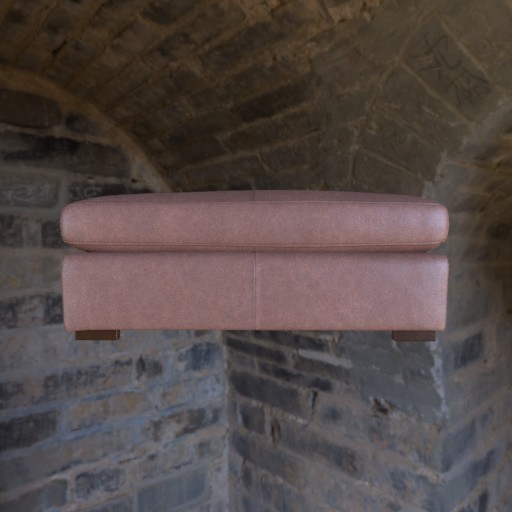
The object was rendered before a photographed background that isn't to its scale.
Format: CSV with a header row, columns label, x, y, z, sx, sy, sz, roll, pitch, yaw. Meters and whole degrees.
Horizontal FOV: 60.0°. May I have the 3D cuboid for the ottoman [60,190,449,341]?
label,x,y,z,sx,sy,sz,roll,pitch,yaw
ottoman,0.000,0.000,1.847,1.168,0.490,1.168,0,1,1
